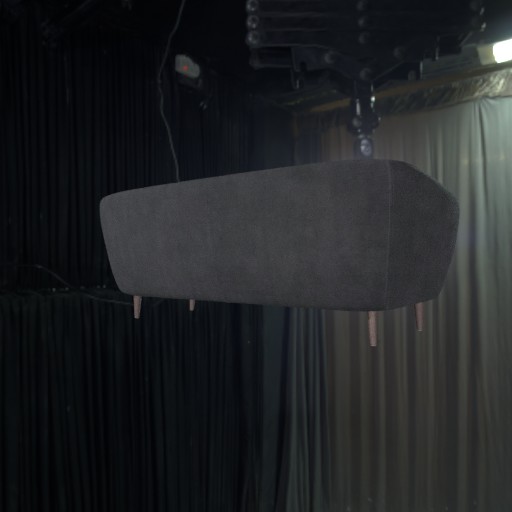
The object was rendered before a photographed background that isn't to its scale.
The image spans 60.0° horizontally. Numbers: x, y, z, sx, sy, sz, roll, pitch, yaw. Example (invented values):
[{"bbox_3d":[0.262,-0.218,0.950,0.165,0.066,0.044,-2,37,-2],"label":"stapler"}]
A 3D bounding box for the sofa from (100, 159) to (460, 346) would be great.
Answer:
[{"bbox_3d":[0.000,0.000,2.828,2.296,0.875,0.956,0,-1,36],"label":"sofa"}]
